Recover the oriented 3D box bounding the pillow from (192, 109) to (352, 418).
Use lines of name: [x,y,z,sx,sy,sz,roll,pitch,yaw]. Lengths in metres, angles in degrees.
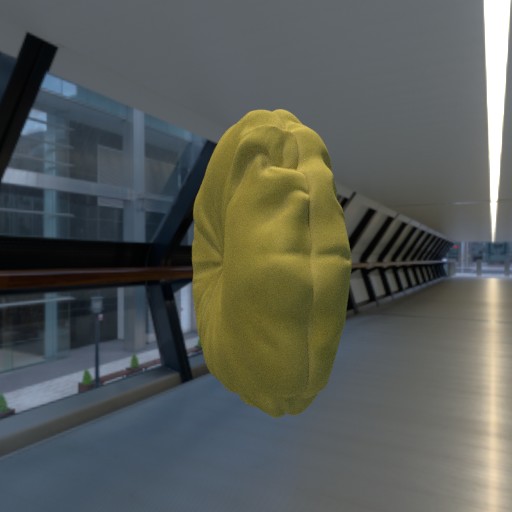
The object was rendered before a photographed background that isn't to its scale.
pillow: [0.000,0.000,0.648,0.148,0.407,0.428,0,1,-18]
